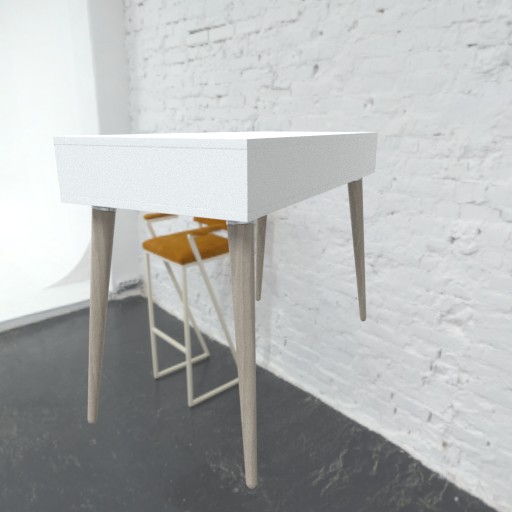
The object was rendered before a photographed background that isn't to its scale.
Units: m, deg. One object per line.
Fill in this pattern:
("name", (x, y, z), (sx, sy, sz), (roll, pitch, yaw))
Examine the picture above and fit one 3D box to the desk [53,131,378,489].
("desk", (0.000, 0.000, 1.359), (0.491, 0.723, 0.979), (8, 18, 26))
